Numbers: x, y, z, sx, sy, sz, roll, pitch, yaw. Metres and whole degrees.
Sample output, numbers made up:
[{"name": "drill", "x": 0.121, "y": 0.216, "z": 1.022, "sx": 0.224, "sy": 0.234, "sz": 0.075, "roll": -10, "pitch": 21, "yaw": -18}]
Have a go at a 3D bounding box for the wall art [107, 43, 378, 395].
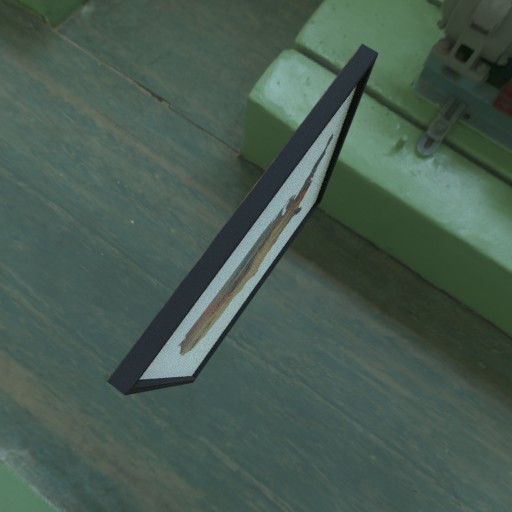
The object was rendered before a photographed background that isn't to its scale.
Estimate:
[{"name": "wall art", "x": 0.000, "y": 0.000, "z": 1.138, "sx": 0.038, "sy": 0.762, "sz": 0.762, "roll": 34, "pitch": 78, "yaw": 8}]
